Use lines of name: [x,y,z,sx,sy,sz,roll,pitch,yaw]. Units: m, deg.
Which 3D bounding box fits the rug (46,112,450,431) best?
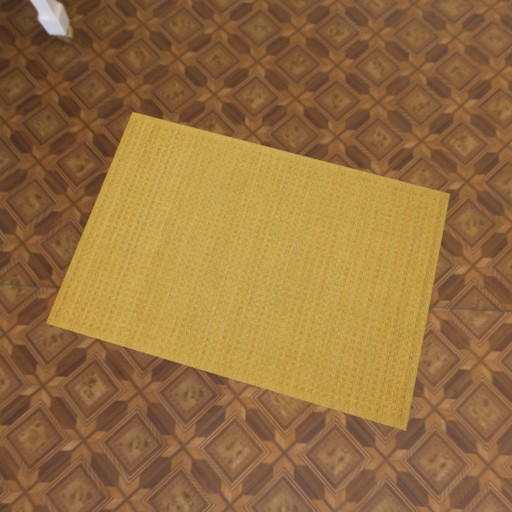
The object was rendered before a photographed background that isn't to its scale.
rug: [0.000,0.000,3.662,2.895,0.006,1.981,15,75,4]
